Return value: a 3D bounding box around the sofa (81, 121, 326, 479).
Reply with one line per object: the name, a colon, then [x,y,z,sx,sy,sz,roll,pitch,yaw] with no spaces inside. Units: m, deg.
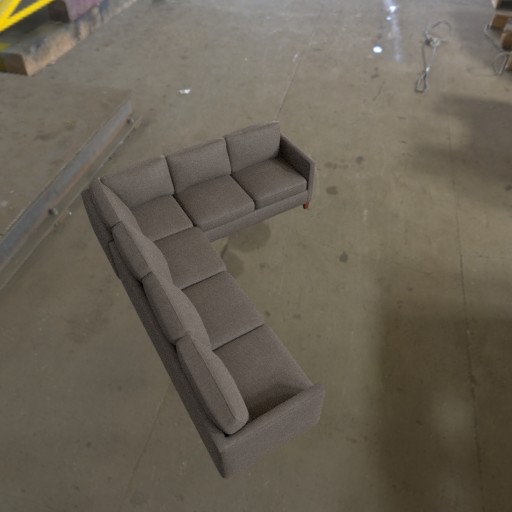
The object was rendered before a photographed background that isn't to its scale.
sofa: [0.000,0.000,4.548,2.593,0.947,3.302,-24,52,-20]
